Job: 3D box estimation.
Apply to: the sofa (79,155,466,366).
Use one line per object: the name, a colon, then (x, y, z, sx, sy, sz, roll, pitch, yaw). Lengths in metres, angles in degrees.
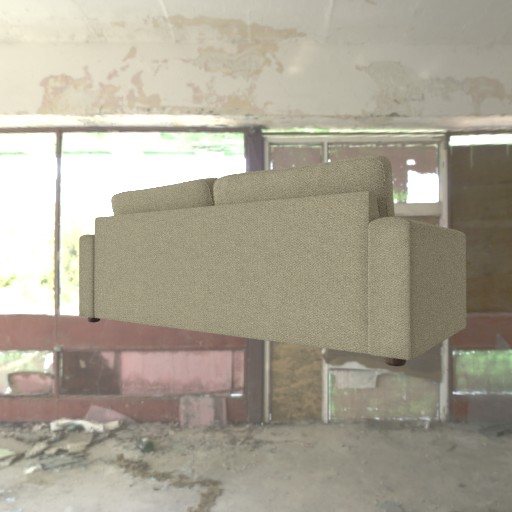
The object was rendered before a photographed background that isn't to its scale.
sofa: (0.000, 0.000, 2.694, 2.179, 0.873, 1.016, 0, -1, 36)
